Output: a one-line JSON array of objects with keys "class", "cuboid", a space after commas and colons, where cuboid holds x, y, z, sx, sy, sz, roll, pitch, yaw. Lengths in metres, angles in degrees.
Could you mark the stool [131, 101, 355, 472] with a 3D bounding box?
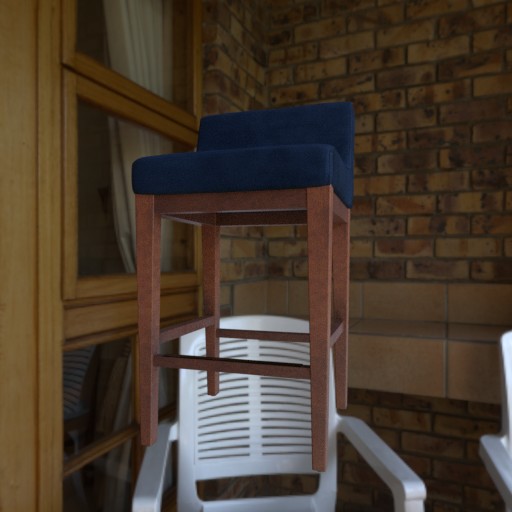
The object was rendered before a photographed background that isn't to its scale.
[{"class": "stool", "cuboid": [0.000, 0.000, 1.251, 0.511, 0.945, 0.516, 0, 0, 17]}]
